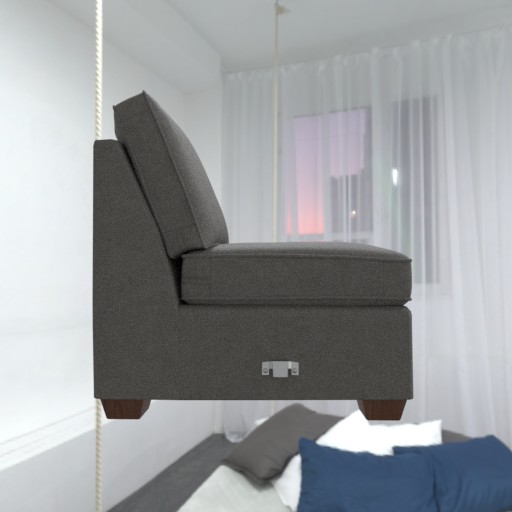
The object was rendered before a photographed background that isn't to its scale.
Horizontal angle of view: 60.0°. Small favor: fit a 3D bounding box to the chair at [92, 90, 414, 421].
[{"bbox_3d":[0.000,0.000,1.564,0.938,0.970,0.621,0,-2,1],"label":"chair"}]
